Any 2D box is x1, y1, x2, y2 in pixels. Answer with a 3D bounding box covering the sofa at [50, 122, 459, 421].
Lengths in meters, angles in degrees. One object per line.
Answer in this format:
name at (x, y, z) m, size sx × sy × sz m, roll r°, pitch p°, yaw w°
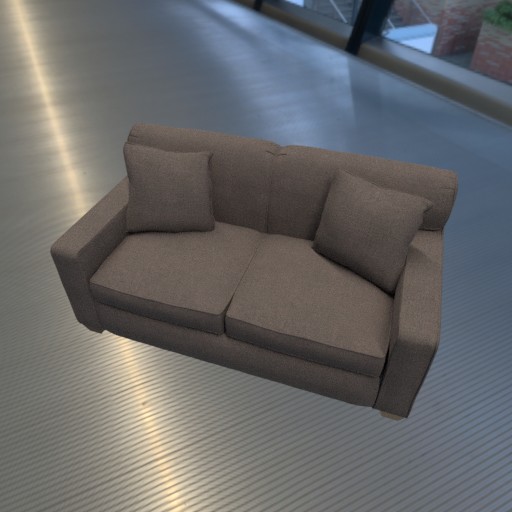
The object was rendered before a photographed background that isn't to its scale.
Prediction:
sofa at (0.000, 0.000, 2.381) m, size 1.846 × 0.958 × 1.000 m, roll 13°, pitch 42°, yaw 14°
